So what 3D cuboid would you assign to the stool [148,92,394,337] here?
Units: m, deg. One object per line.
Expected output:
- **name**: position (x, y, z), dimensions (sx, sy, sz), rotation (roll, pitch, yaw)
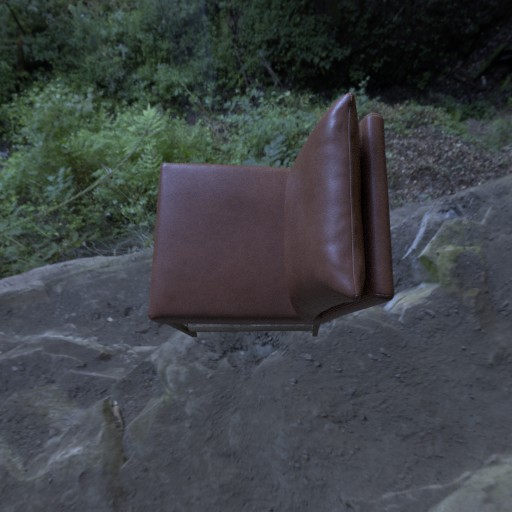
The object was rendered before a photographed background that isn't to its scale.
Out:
- **stool**: position (0.000, 0.000, 1.416), dimensions (0.571, 1.124, 0.463), rotation (1, 76, 0)
